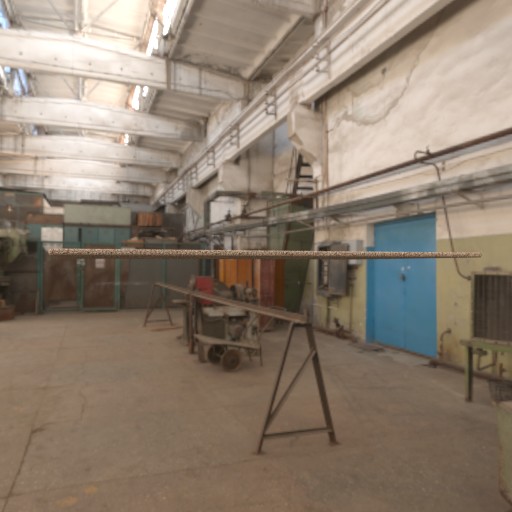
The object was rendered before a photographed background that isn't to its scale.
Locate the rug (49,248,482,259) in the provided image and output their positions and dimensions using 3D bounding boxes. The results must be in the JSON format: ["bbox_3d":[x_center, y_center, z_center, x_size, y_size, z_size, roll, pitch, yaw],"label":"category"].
[{"bbox_3d":[0.000,0.000,3.066,2.438,0.030,1.524,0,-1,-18],"label":"rug"}]
